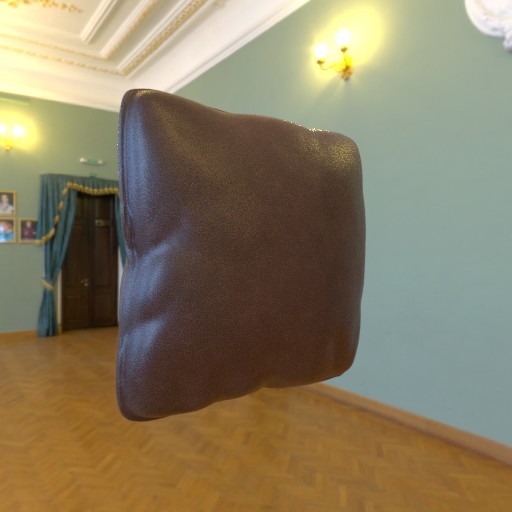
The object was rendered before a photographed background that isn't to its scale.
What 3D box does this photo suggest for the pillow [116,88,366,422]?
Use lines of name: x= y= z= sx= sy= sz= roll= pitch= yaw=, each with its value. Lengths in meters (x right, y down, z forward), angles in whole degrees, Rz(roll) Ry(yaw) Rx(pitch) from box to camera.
pillow: x=0.000 y=0.000 z=0.824 sx=0.532 sy=0.523 sz=0.236 roll=0 pitch=1 yaw=-37
